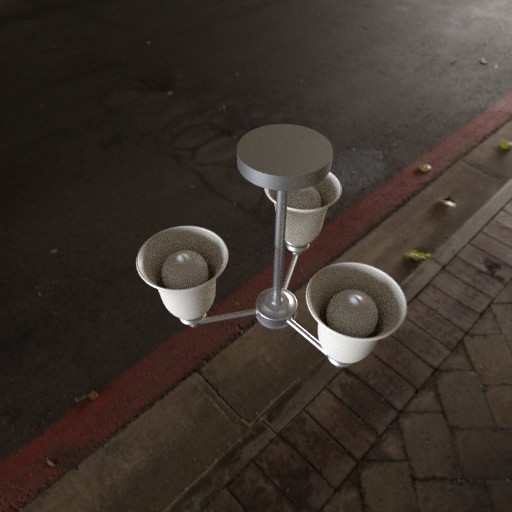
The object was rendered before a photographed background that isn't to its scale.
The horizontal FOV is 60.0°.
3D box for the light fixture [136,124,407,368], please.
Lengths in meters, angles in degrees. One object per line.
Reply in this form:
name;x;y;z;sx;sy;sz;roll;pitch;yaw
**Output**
light fixture;0.000;0.000;0.682;0.354;0.370;0.388;-9;46;-8
